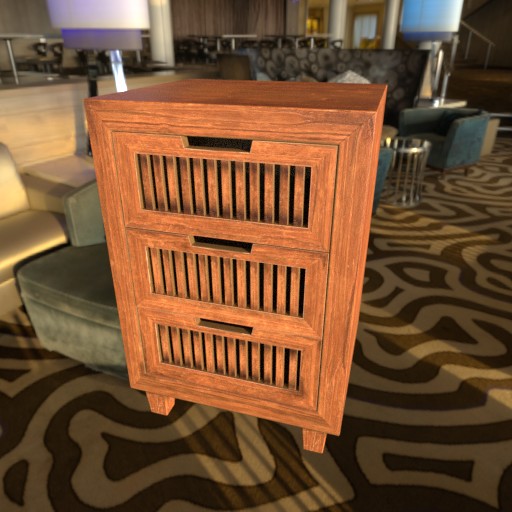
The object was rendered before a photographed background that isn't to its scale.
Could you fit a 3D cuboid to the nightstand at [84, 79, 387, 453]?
[{"bbox_3d":[0.000,0.000,0.988,0.465,0.695,0.410,8,27,15],"label":"nightstand"}]
